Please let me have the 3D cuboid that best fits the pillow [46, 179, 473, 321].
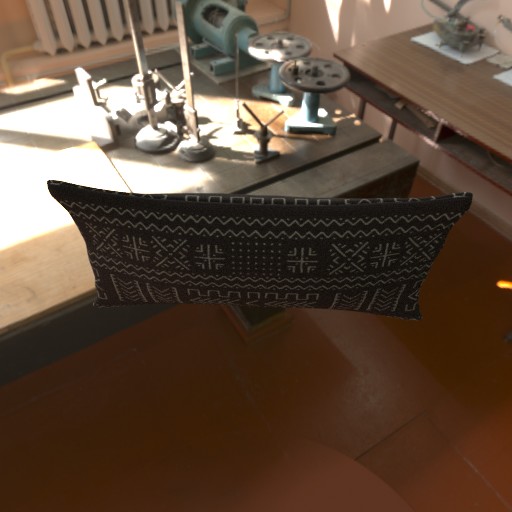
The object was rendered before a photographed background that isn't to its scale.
[{"bbox_3d":[0.000,0.000,0.795,0.667,0.322,0.135,2,47,2],"label":"pillow"}]
